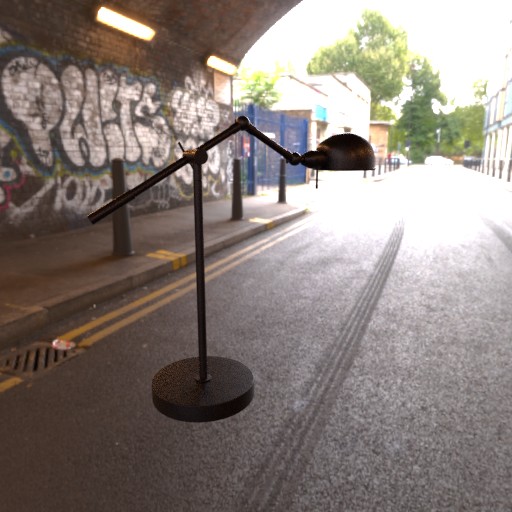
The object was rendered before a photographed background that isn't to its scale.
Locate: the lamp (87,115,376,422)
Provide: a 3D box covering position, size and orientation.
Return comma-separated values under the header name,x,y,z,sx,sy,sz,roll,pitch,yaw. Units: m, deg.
name,x,y,z,sx,sy,sz,roll,pitch,yaw
lamp,0.000,0.000,0.814,0.567,0.495,0.185,-7,15,-28
